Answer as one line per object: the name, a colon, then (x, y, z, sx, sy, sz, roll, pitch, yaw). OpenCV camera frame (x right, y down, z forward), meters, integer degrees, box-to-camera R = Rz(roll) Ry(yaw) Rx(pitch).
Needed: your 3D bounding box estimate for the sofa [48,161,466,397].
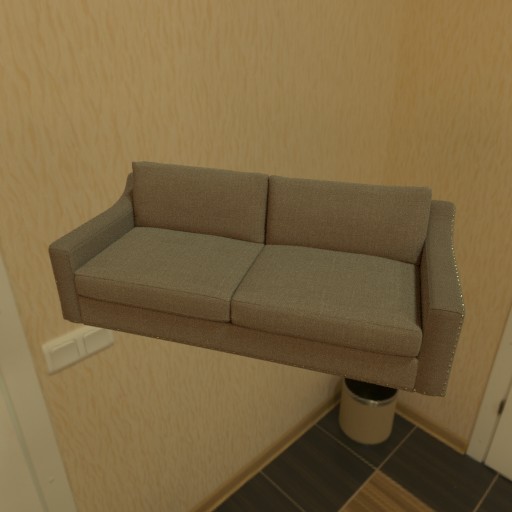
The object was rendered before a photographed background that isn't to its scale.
sofa: (0.000, 0.000, 2.660, 2.208, 0.857, 1.000, 8, 28, 15)
